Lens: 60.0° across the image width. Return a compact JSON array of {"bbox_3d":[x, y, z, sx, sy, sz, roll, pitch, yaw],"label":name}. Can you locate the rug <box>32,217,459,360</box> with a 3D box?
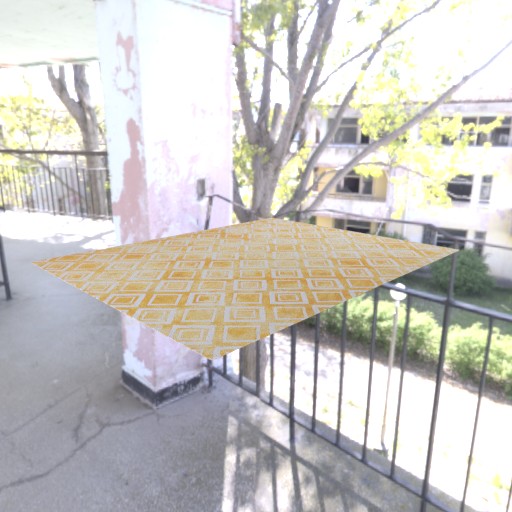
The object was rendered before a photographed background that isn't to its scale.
[{"bbox_3d":[0.000,0.000,4.003,3.037,0.011,2.433,-15,21,-43],"label":"rug"}]
